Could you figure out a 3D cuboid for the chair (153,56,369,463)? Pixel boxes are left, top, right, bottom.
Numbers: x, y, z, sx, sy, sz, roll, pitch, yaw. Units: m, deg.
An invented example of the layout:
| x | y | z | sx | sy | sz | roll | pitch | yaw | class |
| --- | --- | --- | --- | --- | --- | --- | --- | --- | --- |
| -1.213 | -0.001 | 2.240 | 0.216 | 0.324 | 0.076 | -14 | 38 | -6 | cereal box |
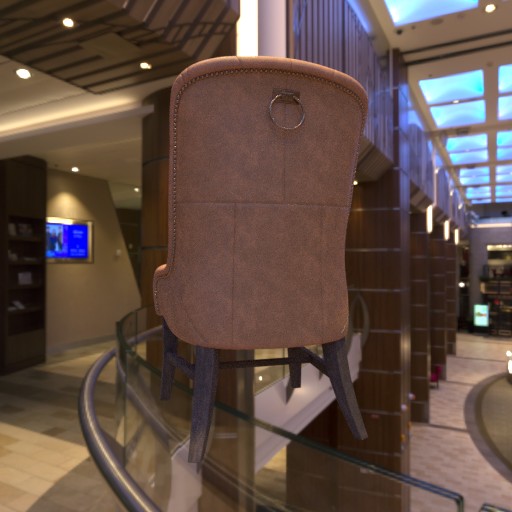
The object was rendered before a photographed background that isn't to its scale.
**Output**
| x | y | z | sx | sy | sz | roll | pitch | yaw | class |
| --- | --- | --- | --- | --- | --- | --- | --- | --- | --- |
| 0.000 | 0.000 | 1.495 | 0.634 | 1.091 | 0.629 | 0 | -1 | -18 | chair |
